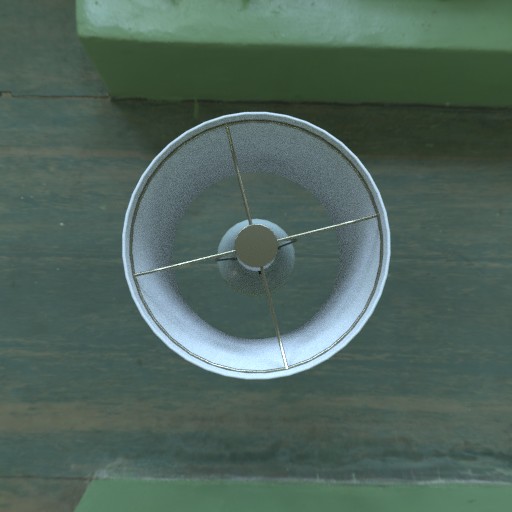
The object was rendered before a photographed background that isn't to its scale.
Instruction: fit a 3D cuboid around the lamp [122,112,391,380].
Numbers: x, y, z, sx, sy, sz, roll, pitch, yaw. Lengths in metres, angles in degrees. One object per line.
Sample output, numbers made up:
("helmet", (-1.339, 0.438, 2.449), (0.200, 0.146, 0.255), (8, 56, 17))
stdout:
("lamp", (0.000, 0.000, 0.600), (0.220, 0.475, 0.220), (0, 88, 0))
